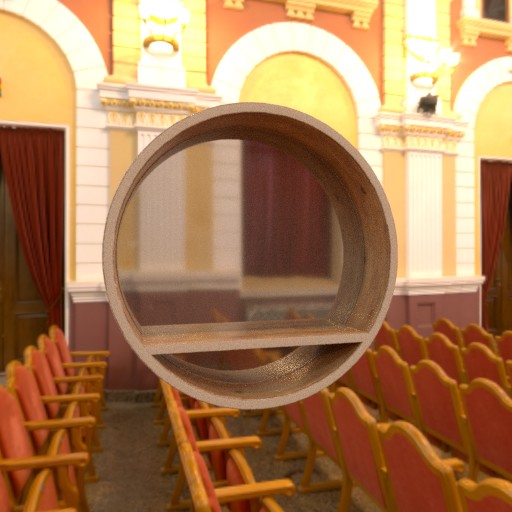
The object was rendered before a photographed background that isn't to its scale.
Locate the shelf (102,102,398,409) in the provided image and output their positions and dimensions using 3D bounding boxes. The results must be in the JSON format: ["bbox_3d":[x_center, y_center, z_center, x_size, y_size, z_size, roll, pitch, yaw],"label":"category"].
[{"bbox_3d":[0.000,0.000,1.240,0.806,0.807,0.158,0,0,-16],"label":"shelf"}]
